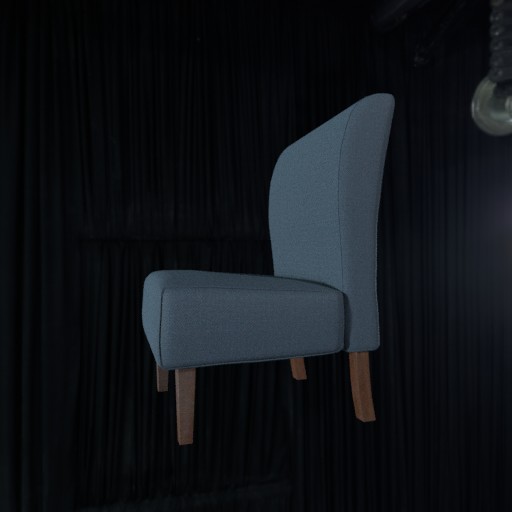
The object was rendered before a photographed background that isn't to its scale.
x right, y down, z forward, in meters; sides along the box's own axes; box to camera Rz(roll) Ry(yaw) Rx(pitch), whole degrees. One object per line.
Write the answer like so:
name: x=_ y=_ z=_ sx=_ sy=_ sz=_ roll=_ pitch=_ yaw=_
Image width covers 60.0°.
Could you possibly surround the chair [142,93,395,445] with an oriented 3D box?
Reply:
chair: x=0.000 y=0.000 z=1.215 sx=0.592 sy=0.804 sz=0.513 roll=0 pitch=0 yaw=-19
